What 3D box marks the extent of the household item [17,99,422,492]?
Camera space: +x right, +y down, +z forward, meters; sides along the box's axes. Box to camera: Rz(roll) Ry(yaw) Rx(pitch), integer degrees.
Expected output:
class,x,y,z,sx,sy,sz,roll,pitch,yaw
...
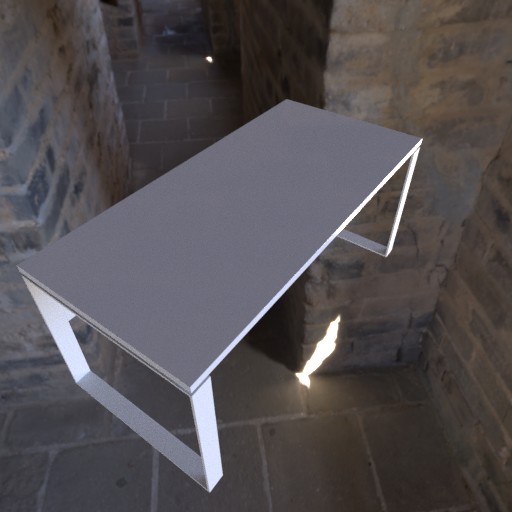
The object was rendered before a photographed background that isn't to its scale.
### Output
class,x,y,z,sx,sy,sz,roll,pitch,yaw
household item,0.000,0.000,2.108,0.800,0.745,1.700,26,49,26
